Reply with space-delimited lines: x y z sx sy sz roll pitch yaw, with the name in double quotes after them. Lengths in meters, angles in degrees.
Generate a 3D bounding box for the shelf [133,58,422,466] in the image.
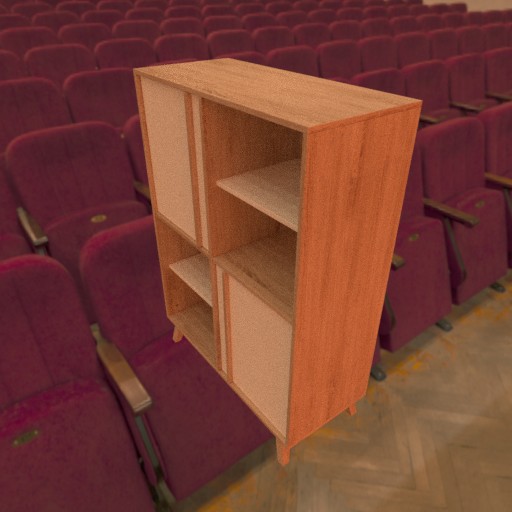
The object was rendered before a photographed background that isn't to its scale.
0.000 0.000 1.870 0.450 1.390 1.000 -22 38 -31 "shelf"
